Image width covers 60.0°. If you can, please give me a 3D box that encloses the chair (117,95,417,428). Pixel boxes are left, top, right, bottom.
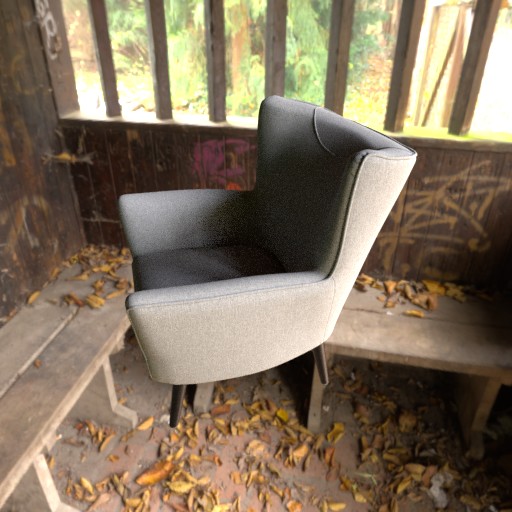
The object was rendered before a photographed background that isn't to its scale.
[{"bbox_3d":[0.000,0.000,1.557,0.888,0.933,0.781,-9,31,-14],"label":"chair"}]
